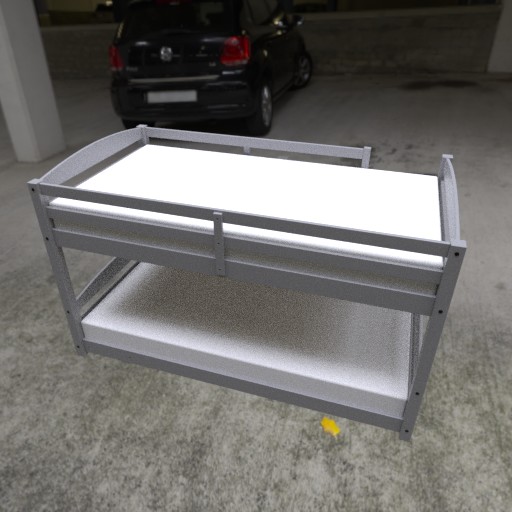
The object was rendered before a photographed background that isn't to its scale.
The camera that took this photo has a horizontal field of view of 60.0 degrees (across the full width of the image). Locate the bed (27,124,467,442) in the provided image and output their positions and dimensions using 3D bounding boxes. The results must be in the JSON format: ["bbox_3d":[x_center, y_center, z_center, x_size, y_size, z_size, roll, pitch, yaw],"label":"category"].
[{"bbox_3d":[0.000,0.000,2.654,2.013,1.206,1.105,10,33,15],"label":"bed"}]
